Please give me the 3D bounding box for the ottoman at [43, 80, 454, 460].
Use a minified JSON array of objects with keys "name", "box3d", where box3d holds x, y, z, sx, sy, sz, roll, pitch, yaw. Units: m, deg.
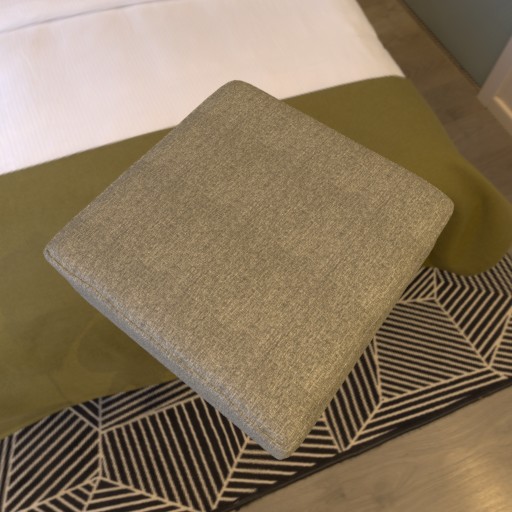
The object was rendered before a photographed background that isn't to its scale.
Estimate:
[{"name":"ottoman","box3d":[0.000,0.000,1.364,0.838,0.481,0.838,34,68,16]}]
